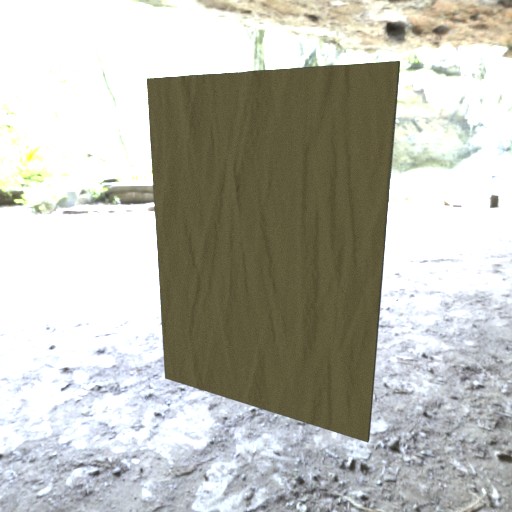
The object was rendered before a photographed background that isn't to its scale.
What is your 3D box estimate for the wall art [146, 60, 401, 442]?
[{"bbox_3d":[0.000,0.000,1.438,0.810,1.116,0.016,8,18,27],"label":"wall art"}]
